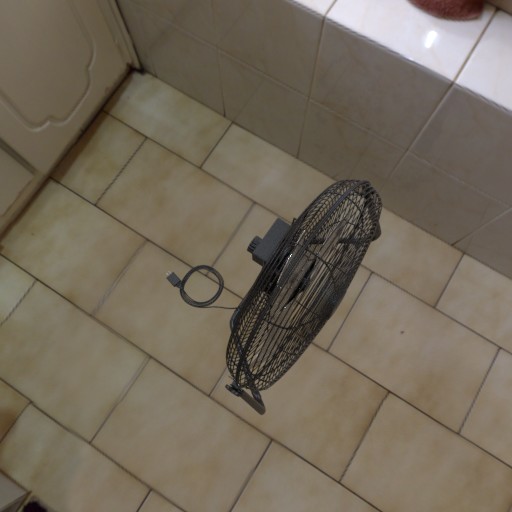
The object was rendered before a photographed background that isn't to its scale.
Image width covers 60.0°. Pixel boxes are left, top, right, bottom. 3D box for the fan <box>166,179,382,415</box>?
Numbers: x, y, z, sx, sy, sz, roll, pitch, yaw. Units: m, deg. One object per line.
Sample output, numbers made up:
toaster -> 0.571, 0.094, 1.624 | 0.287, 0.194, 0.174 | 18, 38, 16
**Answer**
fan -> 0.000, 0.000, 0.963 | 0.424, 0.546, 0.555 | 34, 79, 8
